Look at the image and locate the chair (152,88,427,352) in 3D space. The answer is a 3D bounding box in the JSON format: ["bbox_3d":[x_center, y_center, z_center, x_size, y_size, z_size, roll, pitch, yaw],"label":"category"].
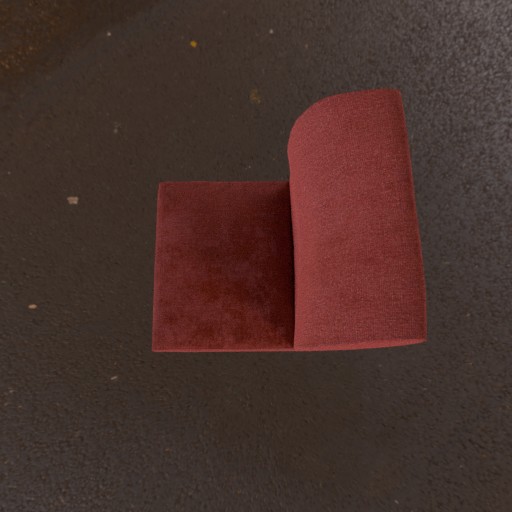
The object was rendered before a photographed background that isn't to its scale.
[{"bbox_3d":[0.000,0.000,1.267,0.640,0.846,0.538,0,76,0],"label":"chair"}]
